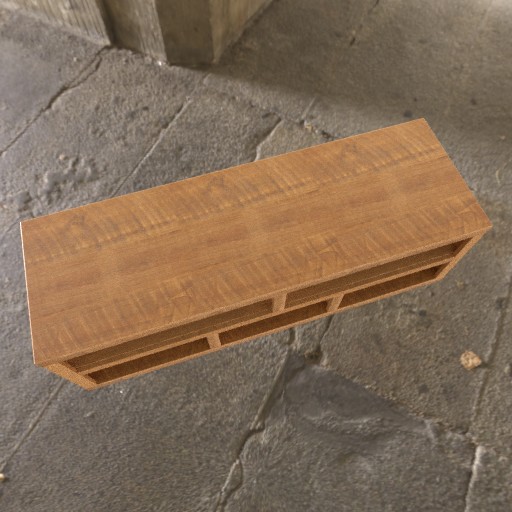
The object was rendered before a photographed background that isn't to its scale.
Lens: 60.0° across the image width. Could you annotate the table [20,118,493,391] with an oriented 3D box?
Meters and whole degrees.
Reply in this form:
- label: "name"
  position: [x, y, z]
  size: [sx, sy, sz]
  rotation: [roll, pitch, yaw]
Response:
- label: "table"
  position: [0.000, 0.000, 1.700]
  size: [1.499, 0.491, 0.499]
  rotation: [-16, 65, -8]
